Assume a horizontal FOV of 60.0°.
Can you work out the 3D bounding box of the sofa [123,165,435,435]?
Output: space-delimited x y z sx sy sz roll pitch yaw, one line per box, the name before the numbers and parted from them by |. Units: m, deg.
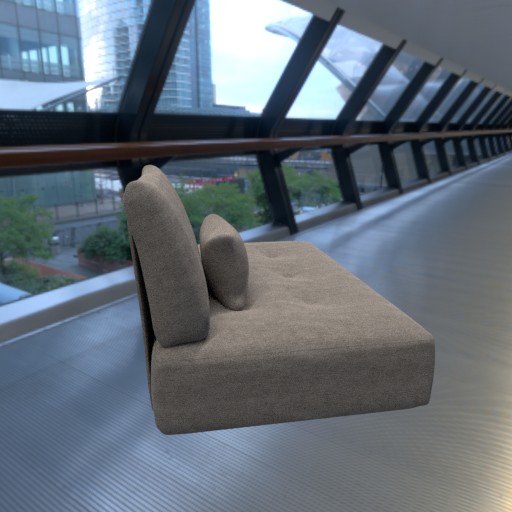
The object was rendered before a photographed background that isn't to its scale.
sofa | 0.000 0.000 2.046 1.002 0.820 1.450 -3 15 -10
